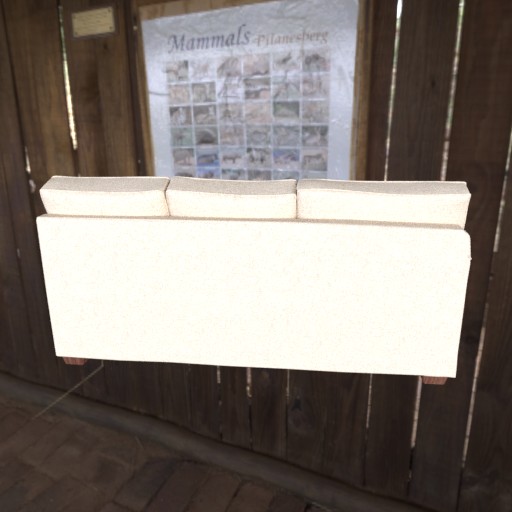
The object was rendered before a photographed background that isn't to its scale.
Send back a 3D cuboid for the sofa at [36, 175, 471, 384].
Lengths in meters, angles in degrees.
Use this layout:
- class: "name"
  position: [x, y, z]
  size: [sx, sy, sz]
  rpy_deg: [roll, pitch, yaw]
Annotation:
- class: "sofa"
  position: [0.000, 0.000, 2.497]
  size: [1.962, 0.946, 1.034]
  rpy_deg: [2, 16, 6]
